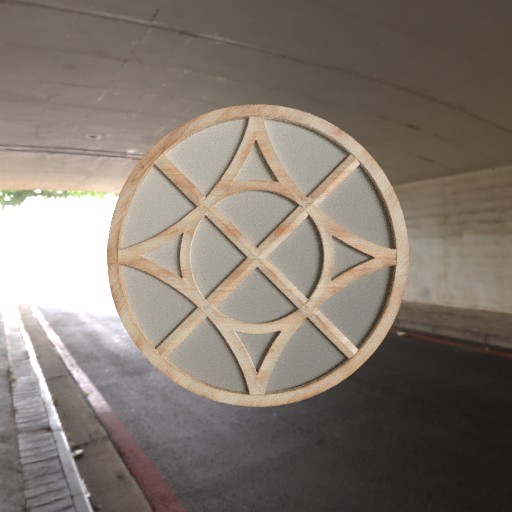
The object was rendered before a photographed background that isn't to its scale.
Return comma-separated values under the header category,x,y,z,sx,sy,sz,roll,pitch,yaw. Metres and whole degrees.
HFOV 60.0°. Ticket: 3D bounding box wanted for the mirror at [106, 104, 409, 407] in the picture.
category,x,y,z,sx,sy,sz,roll,pitch,yaw
mirror,0.000,0.000,1.060,0.710,0.710,0.038,0,1,2
